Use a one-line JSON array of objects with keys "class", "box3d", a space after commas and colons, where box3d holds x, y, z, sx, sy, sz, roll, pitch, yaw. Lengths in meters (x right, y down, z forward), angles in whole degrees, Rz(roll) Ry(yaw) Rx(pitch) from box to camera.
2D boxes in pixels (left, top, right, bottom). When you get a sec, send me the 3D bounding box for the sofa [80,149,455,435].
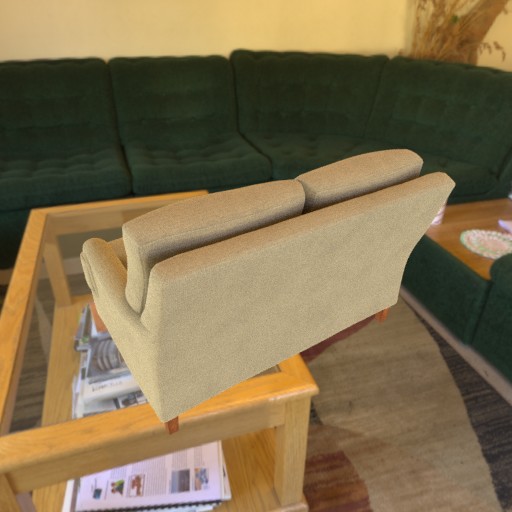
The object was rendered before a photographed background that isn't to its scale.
[{"class": "sofa", "box3d": [0.000, 0.000, 2.191, 1.480, 0.999, 1.087, -20, 36, -29]}]
